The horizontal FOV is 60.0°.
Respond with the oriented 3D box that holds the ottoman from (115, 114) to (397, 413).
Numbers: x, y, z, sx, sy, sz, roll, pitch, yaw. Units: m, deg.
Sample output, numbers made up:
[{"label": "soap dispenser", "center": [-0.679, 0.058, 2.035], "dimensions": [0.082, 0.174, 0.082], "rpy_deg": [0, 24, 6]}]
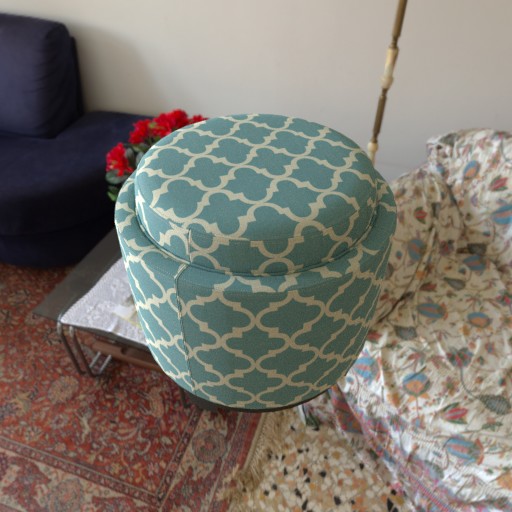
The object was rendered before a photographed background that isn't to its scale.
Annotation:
[{"label": "ottoman", "center": [0.000, 0.000, 0.854], "dimensions": [0.480, 0.429, 0.480], "rpy_deg": [0, 42, 0]}]
